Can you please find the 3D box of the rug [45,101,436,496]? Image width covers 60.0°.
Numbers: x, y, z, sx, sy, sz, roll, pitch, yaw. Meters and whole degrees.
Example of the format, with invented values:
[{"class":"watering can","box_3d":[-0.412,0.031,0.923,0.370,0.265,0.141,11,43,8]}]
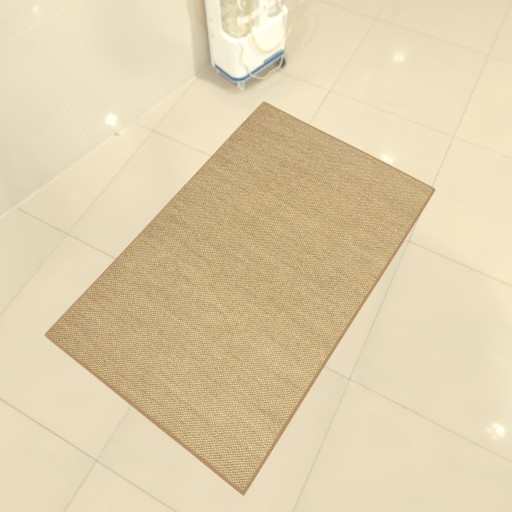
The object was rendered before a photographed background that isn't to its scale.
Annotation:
[{"class":"rug","box_3d":[0.000,0.000,2.069,1.061,0.012,1.668,32,68,15]}]
